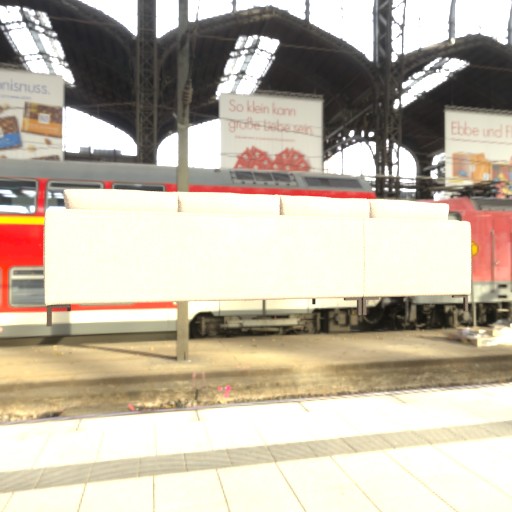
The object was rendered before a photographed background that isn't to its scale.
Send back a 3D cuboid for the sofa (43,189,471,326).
[{"bbox_3d":[0.000,0.000,3.550,2.923,0.816,1.469,0,-1,-15],"label":"sofa"}]
